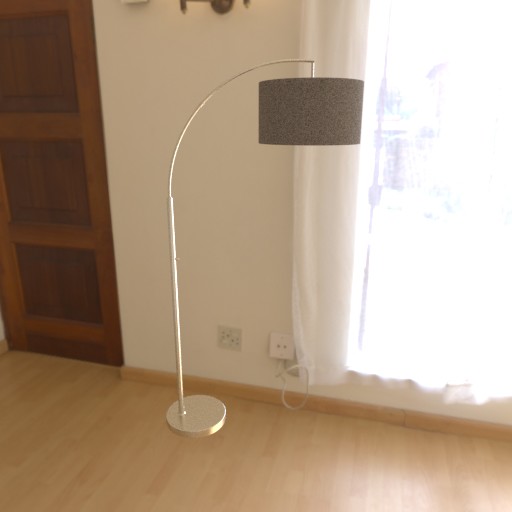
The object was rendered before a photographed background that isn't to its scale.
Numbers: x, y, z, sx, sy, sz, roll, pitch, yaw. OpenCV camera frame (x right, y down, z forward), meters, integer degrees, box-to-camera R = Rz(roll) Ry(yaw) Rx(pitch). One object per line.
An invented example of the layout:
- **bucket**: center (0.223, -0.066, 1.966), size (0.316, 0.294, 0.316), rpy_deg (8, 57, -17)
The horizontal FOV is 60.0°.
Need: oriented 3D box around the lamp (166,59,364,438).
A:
- **lamp**: center (0.000, 0.000, 2.107), size (0.934, 1.735, 0.452), rpy_deg (-3, 17, -9)
